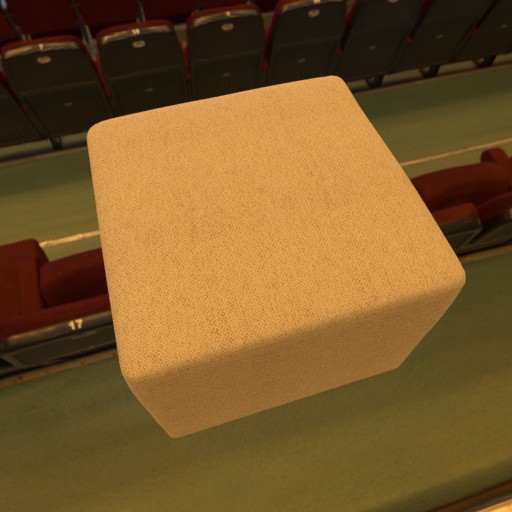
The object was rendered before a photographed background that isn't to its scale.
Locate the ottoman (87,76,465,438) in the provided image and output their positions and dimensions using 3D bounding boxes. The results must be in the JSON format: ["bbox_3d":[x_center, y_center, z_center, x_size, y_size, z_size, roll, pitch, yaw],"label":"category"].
[{"bbox_3d":[0.000,0.000,0.892,0.521,0.453,0.512,-15,59,-9],"label":"ottoman"}]
